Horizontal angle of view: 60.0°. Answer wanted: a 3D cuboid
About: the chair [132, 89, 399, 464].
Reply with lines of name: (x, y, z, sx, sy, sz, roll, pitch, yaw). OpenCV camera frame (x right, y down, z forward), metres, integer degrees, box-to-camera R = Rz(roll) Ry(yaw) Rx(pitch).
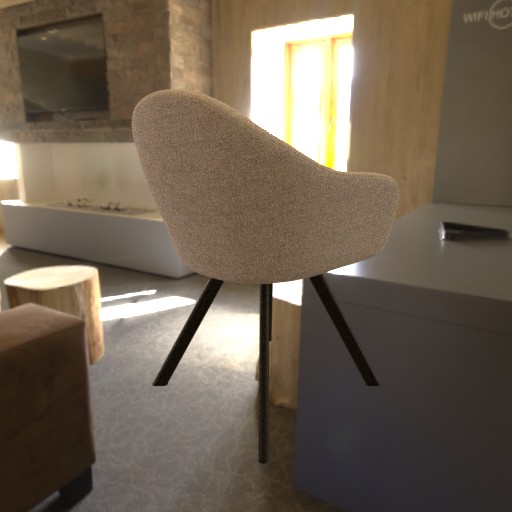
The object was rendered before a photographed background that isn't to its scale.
chair: (0.000, 0.000, 1.159, 0.570, 0.780, 0.540, -13, 19, -42)
